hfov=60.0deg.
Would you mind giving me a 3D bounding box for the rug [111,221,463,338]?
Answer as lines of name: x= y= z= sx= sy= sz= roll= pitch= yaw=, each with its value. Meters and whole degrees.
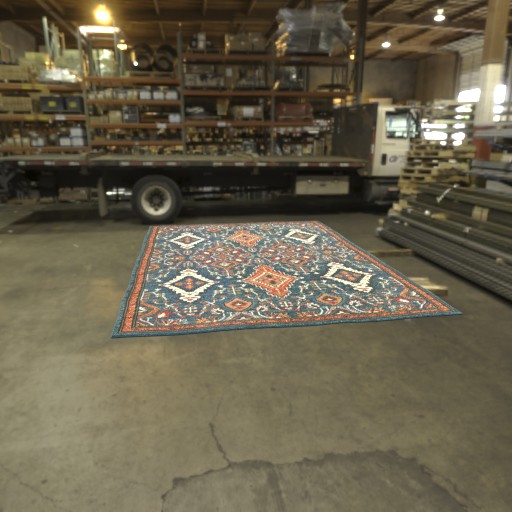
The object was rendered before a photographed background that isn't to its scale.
rug: x=0.000 y=0.000 z=3.086 sx=1.622 sy=0.009 sz=2.373 roll=-2 pitch=16 yaw=-9
